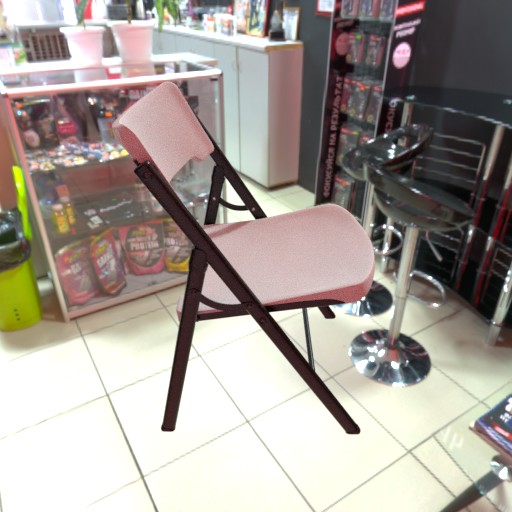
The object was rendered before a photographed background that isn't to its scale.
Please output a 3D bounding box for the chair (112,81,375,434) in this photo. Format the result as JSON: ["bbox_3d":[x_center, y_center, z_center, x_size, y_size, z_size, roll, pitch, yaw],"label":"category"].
[{"bbox_3d":[0.000,0.000,1.124,0.577,0.765,0.482,0,32,1],"label":"chair"}]
